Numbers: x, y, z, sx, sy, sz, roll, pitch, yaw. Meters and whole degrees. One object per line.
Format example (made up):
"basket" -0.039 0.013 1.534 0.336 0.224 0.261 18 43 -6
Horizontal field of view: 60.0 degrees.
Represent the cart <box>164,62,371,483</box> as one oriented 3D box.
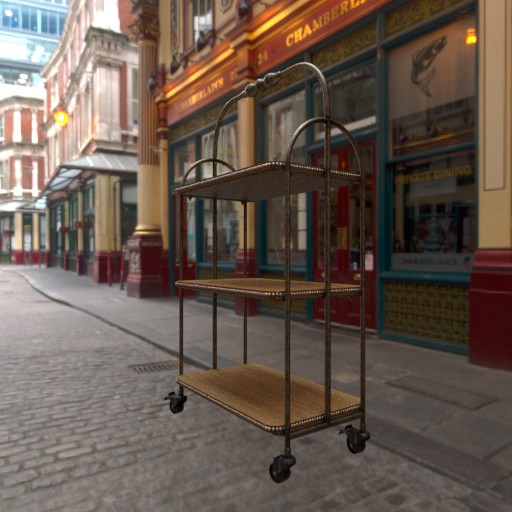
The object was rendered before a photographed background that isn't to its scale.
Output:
"cart" 0.000 0.000 1.340 0.330 1.052 0.650 0 0 -35
